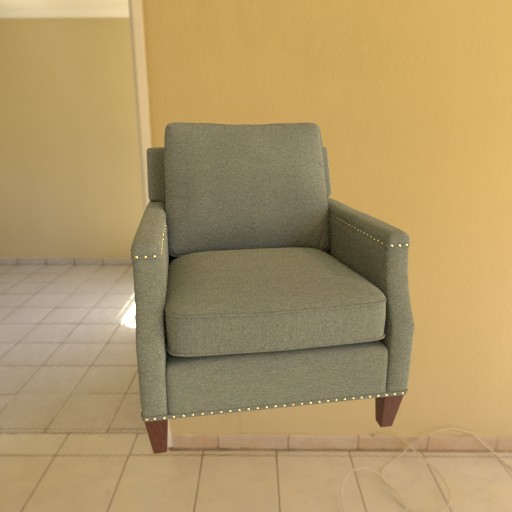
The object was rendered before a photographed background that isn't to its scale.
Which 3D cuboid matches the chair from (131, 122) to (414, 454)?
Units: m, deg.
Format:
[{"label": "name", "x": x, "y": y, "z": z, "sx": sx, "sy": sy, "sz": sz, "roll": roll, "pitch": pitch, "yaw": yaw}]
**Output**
[{"label": "chair", "x": 0.000, "y": 0.000, "z": 1.776, "sx": 0.885, "sy": 1.031, "sz": 1.031, "roll": -3, "pitch": 16, "yaw": -9}]
